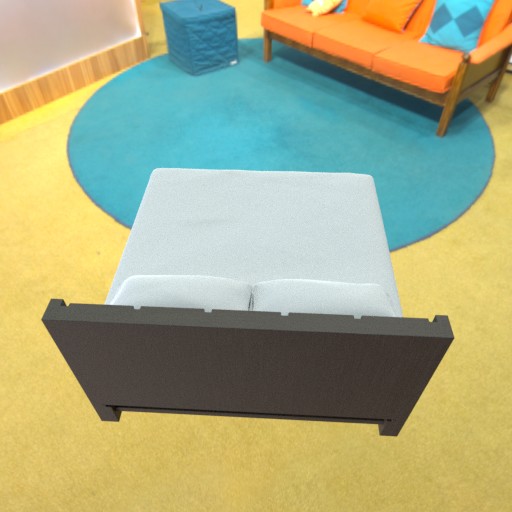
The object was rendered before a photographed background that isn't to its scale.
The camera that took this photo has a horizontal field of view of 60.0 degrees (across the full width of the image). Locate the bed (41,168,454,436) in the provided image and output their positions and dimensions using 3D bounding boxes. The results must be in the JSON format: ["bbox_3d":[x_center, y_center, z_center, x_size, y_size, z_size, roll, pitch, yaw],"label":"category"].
[{"bbox_3d":[0.000,0.000,3.505,2.143,1.261,2.238,2,46,2],"label":"bed"}]
